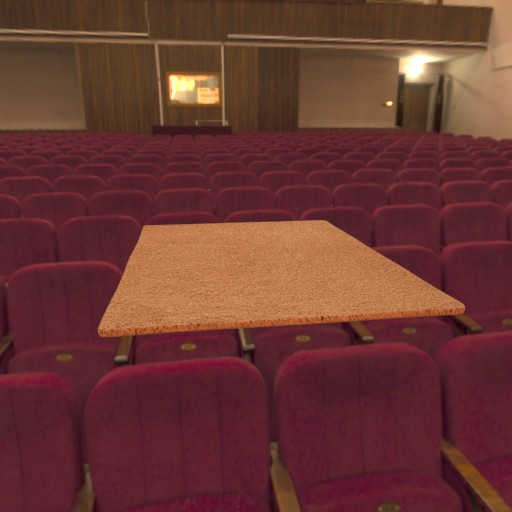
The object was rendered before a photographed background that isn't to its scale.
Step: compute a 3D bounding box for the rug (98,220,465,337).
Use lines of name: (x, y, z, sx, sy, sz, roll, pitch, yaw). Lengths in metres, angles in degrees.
rug: (0.000, 0.000, 2.160, 1.199, 0.025, 1.600, -2, 15, -8)
